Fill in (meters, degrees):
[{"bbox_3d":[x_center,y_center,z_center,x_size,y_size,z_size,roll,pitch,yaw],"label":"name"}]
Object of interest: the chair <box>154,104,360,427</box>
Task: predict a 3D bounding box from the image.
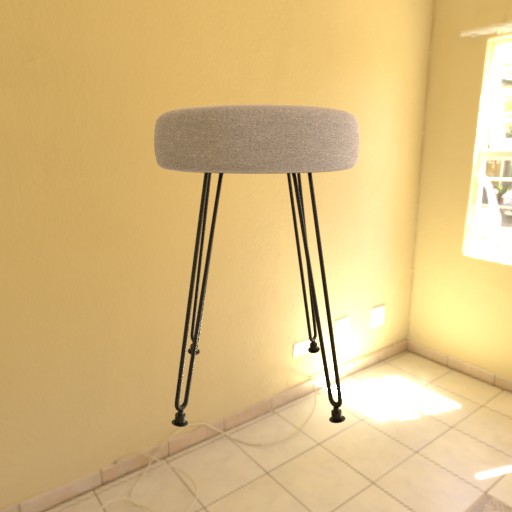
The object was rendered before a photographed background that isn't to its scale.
[{"bbox_3d":[0.000,0.000,0.703,0.350,0.440,0.350,12,18,41],"label":"chair"}]
